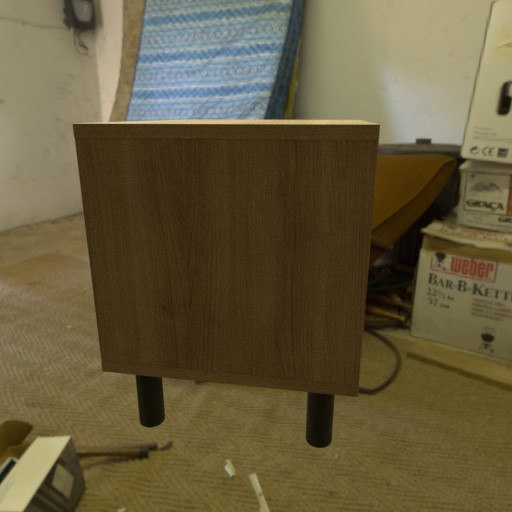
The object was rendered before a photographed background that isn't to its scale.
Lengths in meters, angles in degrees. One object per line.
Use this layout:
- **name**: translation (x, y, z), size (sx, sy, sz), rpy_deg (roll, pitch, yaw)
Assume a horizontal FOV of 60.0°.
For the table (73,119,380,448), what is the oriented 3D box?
- **table**: translation (0.000, 0.000, 0.791), size (0.380, 0.460, 0.445), rpy_deg (3, 18, 9)
